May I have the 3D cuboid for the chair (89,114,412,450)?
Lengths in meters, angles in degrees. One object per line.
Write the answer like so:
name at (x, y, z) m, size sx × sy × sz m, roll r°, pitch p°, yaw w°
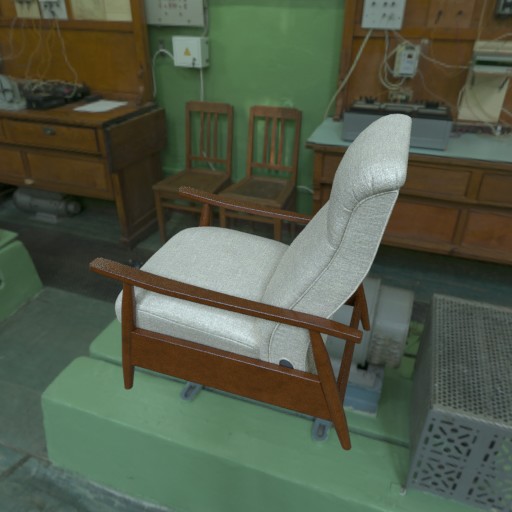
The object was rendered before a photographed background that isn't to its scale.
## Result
chair at (0.000, 0.000, 1.787) m, size 1.014 × 1.082 × 0.762 m, roll 10°, pitch 33°, yaw 15°
